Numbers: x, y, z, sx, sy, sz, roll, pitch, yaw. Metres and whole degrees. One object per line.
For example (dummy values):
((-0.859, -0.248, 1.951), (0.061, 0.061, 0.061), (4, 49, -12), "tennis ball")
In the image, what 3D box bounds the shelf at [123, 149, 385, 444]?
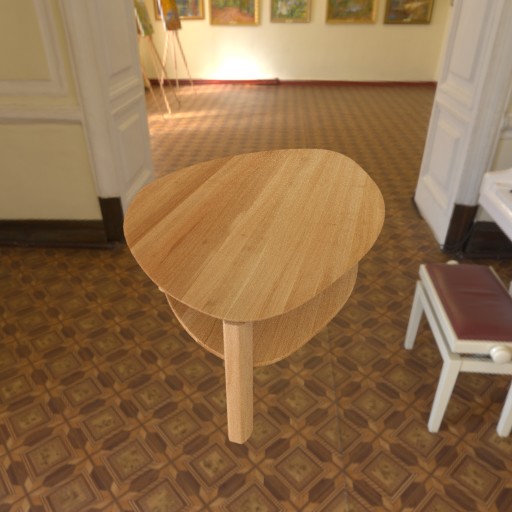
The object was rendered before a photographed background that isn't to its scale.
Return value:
((0.000, 0.000, 1.610), (0.845, 0.440, 1.246), (9, 32, 14), "shelf")
